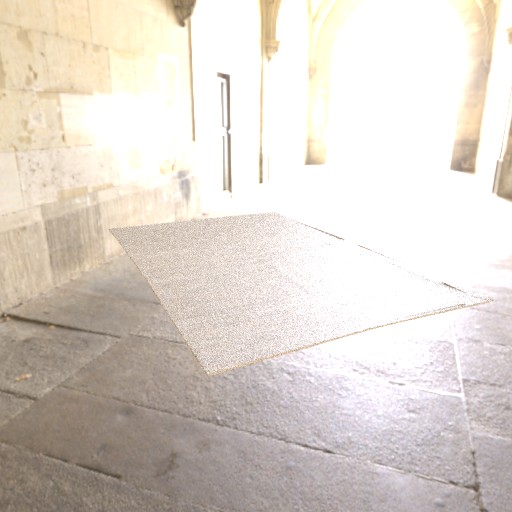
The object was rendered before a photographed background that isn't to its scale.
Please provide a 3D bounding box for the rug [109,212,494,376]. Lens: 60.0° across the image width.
[{"bbox_3d":[0.000,0.000,2.242,1.179,0.022,1.820,-8,19,-24],"label":"rug"}]
